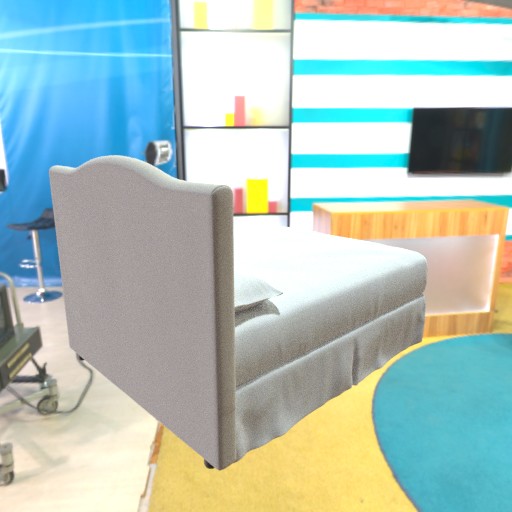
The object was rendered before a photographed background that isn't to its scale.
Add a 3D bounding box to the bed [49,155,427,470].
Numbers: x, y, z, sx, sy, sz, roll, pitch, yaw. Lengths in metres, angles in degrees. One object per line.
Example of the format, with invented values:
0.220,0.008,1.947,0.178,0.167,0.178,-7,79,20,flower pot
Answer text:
0.000,0.000,3.177,2.143,1.460,1.753,-14,20,-42,bed
